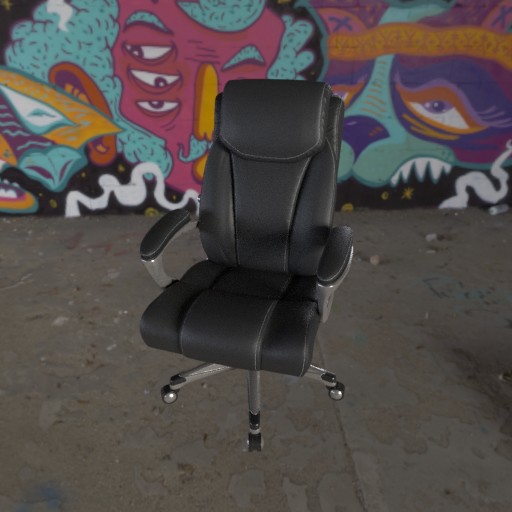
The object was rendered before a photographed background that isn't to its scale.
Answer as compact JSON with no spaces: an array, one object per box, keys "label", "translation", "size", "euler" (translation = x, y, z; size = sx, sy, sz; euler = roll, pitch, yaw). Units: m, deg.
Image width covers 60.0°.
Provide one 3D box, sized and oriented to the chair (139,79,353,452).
[{"label":"chair","translation":[0.000,0.000,1.629],"size":[0.741,1.167,0.784],"euler":[7,27,15]}]
